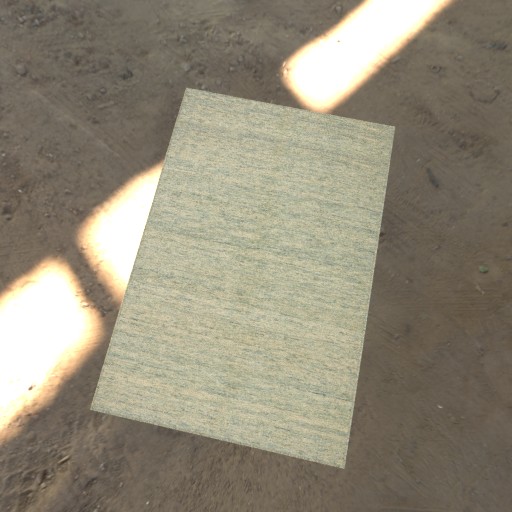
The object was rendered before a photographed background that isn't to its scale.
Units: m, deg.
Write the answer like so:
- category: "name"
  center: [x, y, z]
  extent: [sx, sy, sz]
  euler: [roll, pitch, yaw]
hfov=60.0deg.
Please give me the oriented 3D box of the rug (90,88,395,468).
- category: "rug"
  center: [0.000, 0.000, 2.356]
  extent: [1.250, 0.015, 1.850]
  euler: [12, 75, 3]
